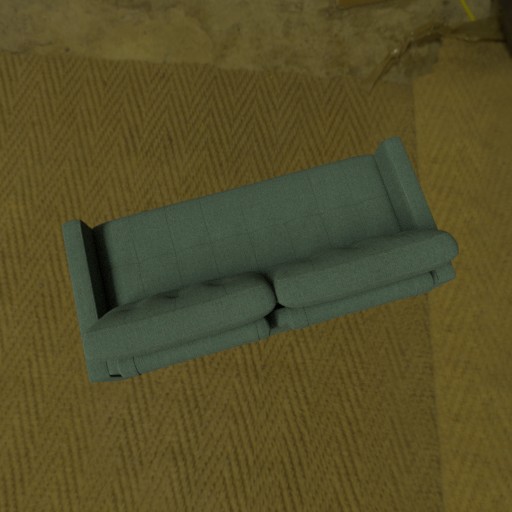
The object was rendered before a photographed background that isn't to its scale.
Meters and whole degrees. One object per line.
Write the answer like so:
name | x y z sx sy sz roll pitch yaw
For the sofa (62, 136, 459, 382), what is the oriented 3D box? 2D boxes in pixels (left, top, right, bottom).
sofa | 0.000 0.000 2.552 2.010 1.050 0.966 -15 76 -4
